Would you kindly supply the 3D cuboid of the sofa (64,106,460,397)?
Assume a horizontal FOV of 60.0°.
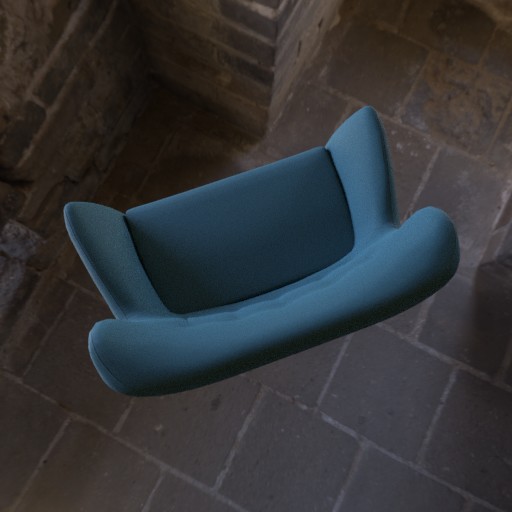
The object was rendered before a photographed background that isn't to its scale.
[{"bbox_3d":[0.000,0.000,1.932,1.397,0.889,0.889,-19,77,-5],"label":"sofa"}]
